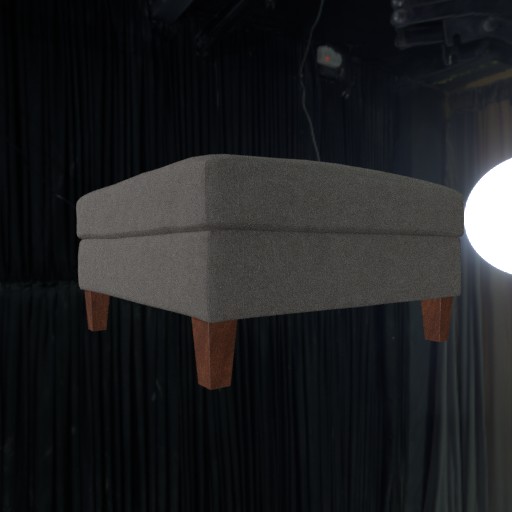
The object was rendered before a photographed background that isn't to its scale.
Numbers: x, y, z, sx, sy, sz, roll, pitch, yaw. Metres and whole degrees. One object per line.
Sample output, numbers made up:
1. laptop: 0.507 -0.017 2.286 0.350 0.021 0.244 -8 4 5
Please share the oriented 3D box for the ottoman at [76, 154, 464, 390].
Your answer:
1. ottoman: 0.000 0.000 1.362 0.861 0.482 0.881 0 1 -36
